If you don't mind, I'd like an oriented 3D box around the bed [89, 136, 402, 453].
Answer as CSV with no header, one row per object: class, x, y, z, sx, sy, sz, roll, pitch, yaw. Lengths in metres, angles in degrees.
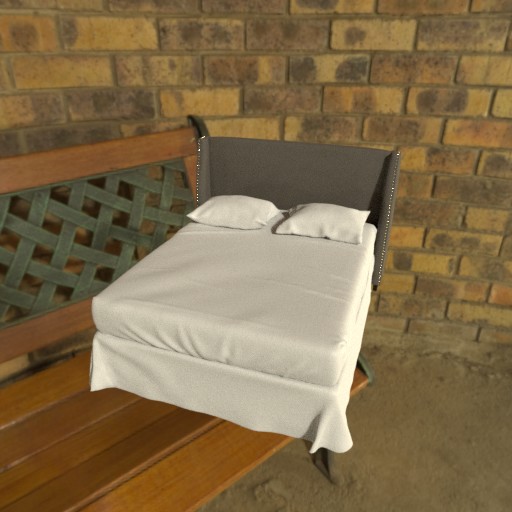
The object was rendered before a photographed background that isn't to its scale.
bed,0.000,0.000,3.489,1.925,1.332,2.276,9,28,17
